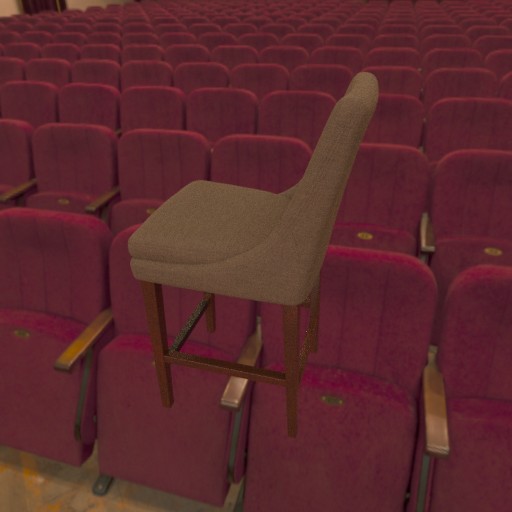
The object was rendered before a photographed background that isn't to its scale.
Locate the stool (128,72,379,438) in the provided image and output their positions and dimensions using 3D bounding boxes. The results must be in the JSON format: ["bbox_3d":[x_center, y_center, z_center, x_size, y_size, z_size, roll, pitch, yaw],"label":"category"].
[{"bbox_3d":[0.000,0.000,1.306,0.577,0.981,0.470,8,31,14],"label":"stool"}]
